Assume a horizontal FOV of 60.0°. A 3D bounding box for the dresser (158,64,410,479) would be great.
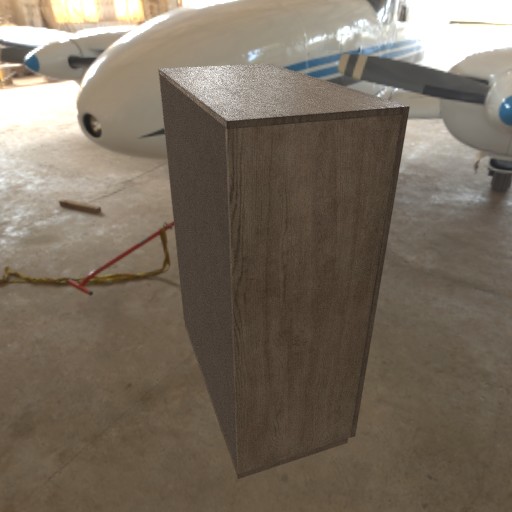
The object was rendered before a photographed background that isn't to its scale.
[{"bbox_3d":[0.000,0.000,1.764,0.483,1.295,0.967,-10,31,-17],"label":"dresser"}]
